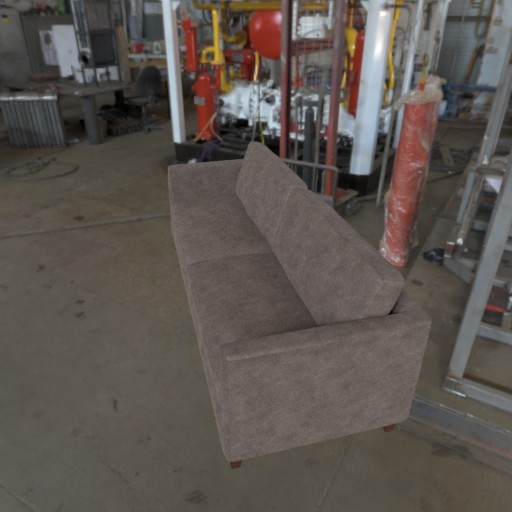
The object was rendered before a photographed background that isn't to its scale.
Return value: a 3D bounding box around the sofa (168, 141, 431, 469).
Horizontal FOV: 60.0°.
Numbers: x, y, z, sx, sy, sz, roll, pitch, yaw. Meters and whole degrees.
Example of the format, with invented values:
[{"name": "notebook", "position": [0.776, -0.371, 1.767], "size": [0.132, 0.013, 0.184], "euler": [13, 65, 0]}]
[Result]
[{"name": "sofa", "position": [0.000, 0.000, 2.927], "size": [0.951, 0.965, 2.434], "euler": [-8, 30, -13]}]
